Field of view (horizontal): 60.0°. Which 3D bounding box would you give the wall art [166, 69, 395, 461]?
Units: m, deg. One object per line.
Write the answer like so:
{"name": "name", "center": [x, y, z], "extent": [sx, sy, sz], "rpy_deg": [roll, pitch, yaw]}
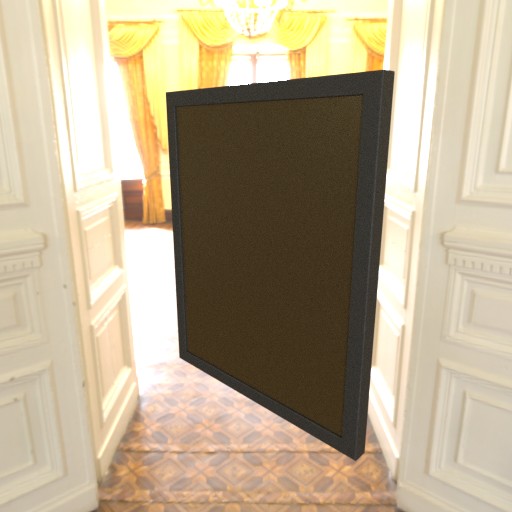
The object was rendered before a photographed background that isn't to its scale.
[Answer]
{"name": "wall art", "center": [0.000, 0.000, 0.767], "extent": [0.457, 0.558, 0.028], "rpy_deg": [15, 22, 43]}
